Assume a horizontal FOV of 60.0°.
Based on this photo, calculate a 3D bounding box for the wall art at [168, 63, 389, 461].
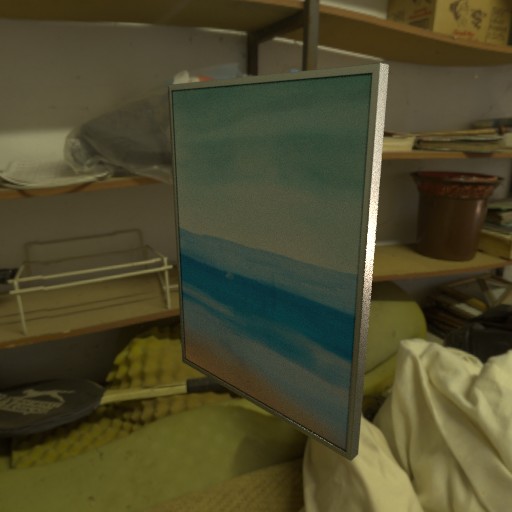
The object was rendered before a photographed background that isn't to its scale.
[{"bbox_3d":[0.000,0.000,1.411,0.803,1.062,0.041,15,22,42],"label":"wall art"}]
